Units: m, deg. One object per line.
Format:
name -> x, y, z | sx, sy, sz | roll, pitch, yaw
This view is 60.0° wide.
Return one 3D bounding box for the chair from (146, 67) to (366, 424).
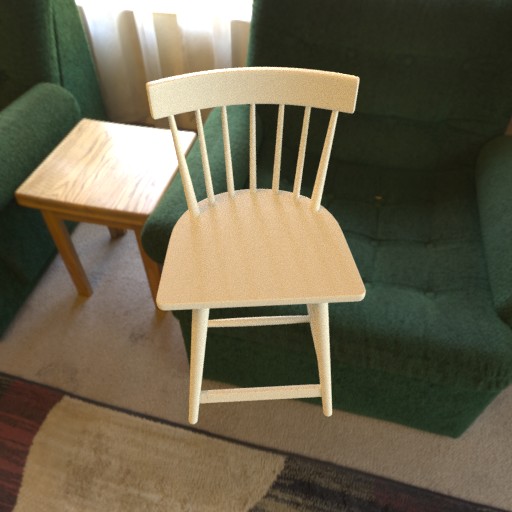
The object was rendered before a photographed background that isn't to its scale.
chair -> 0.000, 0.000, 1.266 | 0.483, 0.952, 0.572 | -2, 48, -2
